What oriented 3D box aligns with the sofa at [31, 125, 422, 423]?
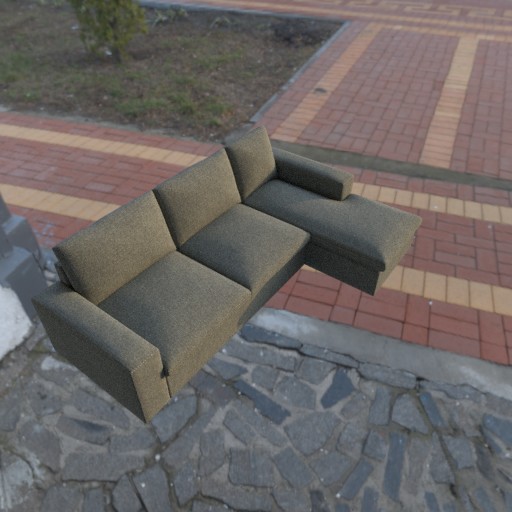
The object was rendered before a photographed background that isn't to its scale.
[{"bbox_3d":[0.000,0.000,3.444,1.689,0.940,2.718,26,47,27],"label":"sofa"}]
